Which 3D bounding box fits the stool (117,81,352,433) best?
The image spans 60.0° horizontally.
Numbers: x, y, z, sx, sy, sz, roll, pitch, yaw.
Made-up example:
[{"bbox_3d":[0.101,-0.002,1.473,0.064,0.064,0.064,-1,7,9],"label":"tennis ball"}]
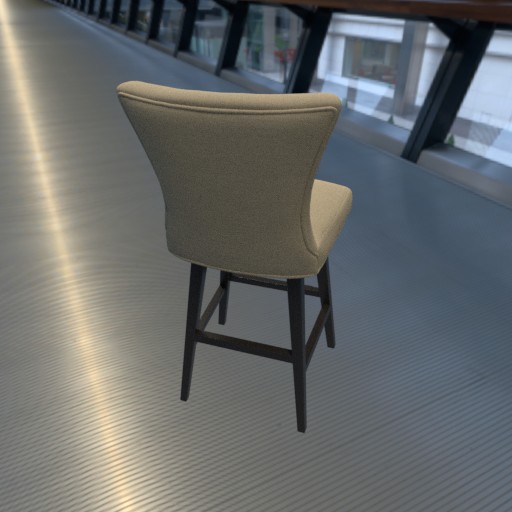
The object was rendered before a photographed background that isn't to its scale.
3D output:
[{"bbox_3d":[0.000,0.000,1.398,0.514,1.086,0.574,9,32,15],"label":"stool"}]
